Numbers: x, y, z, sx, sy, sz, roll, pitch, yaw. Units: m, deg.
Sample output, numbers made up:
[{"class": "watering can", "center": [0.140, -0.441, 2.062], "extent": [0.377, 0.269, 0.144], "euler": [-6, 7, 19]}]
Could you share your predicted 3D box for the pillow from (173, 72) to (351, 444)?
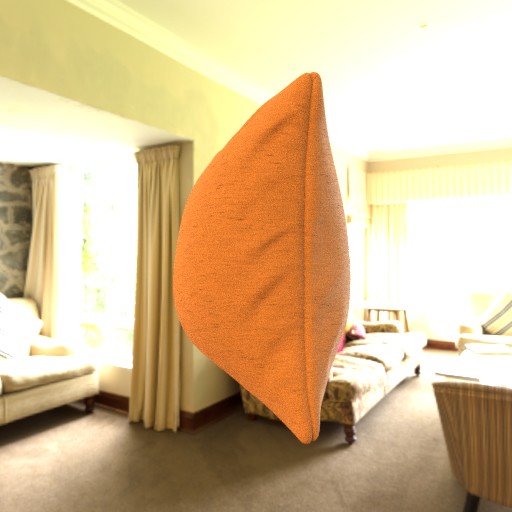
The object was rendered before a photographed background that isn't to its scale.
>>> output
[{"class": "pillow", "center": [0.000, 0.000, 0.688], "extent": [0.246, 0.415, 0.432], "euler": [0, 1, -17]}]
